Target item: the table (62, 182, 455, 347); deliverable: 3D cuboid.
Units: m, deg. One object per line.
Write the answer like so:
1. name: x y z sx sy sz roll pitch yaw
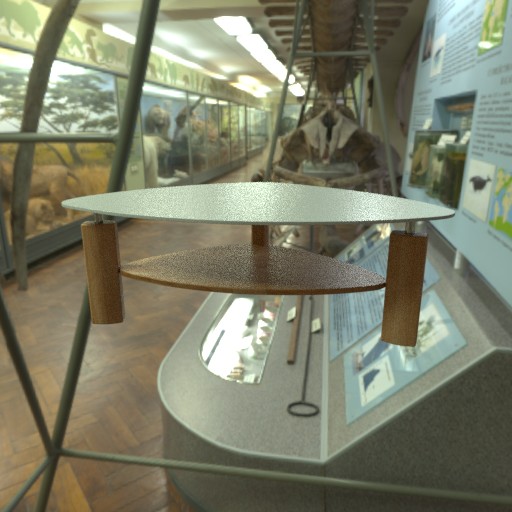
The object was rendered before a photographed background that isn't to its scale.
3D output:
1. table: 0.000 0.000 1.640 1.250 0.440 0.850 3 17 9
